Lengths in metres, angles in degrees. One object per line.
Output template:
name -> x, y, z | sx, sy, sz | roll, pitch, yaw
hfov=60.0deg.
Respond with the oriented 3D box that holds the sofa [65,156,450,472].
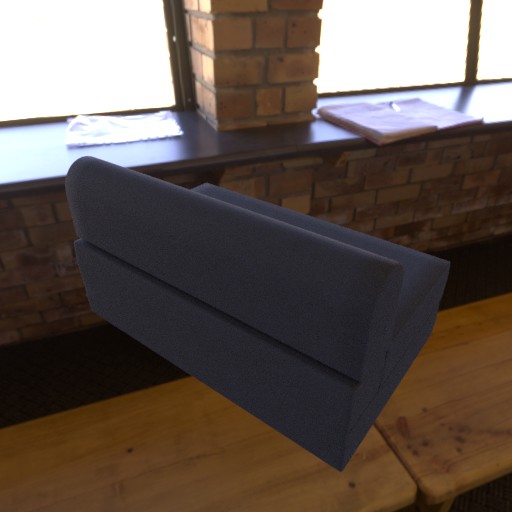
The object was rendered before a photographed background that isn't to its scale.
sofa -> 0.000, 0.000, 1.660 | 1.219, 0.660, 0.762 | 22, 38, 31
